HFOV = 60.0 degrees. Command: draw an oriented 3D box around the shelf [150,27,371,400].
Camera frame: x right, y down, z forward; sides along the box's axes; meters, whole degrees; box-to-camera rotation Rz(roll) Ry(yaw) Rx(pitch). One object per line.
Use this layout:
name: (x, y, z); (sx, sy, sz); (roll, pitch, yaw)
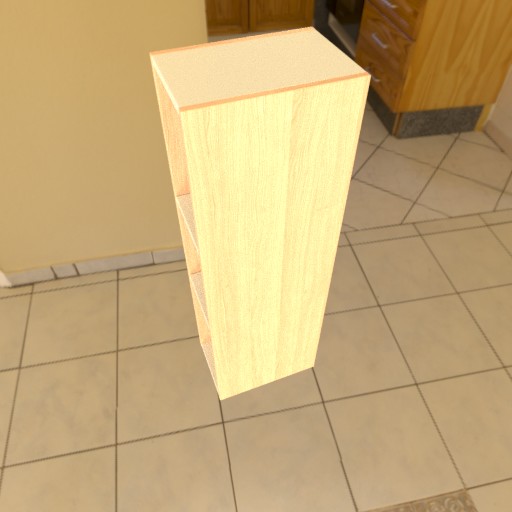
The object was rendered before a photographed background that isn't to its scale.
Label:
shelf: (0.000, 0.000, 1.008); (0.290, 0.882, 0.197); (-16, 50, -14)
